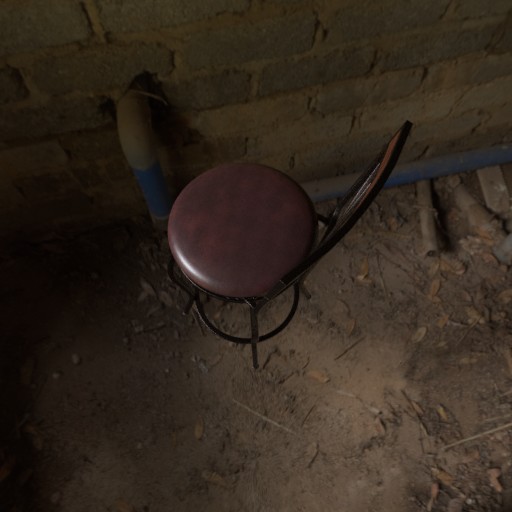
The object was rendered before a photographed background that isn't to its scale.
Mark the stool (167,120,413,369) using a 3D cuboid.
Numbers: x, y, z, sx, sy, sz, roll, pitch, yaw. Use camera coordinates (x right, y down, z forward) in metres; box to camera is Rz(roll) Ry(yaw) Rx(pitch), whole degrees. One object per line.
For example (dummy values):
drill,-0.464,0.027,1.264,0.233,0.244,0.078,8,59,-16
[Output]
stool,0.000,0.000,1.371,0.514,1.117,0.433,35,70,15
